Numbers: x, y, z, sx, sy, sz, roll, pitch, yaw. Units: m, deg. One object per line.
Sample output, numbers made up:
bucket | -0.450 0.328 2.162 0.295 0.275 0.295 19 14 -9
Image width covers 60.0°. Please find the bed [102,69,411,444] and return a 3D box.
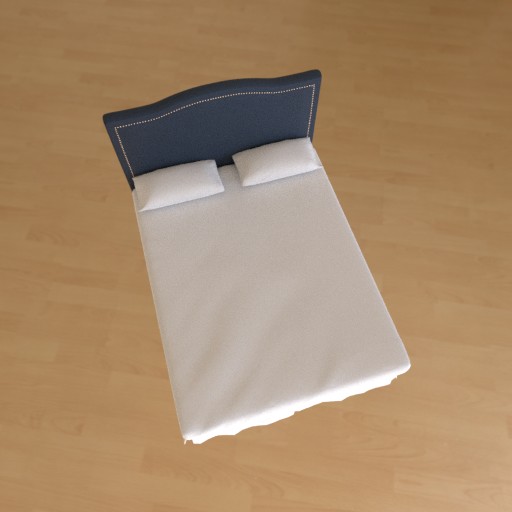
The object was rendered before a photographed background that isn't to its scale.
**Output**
bed | 0.000 0.000 3.444 1.821 1.436 2.282 -15 64 -7
